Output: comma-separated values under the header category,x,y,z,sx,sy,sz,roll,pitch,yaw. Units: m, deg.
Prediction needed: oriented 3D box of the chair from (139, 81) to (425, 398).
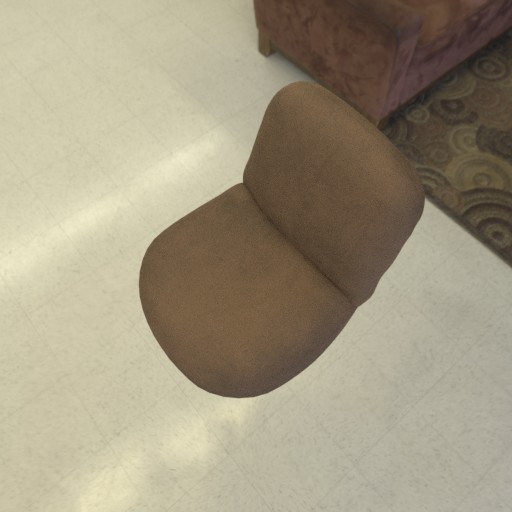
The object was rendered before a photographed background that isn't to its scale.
category,x,y,z,sx,sy,sz,roll,pitch,yaw
chair,0.000,0.000,1.055,0.597,0.594,0.521,-34,68,-16
